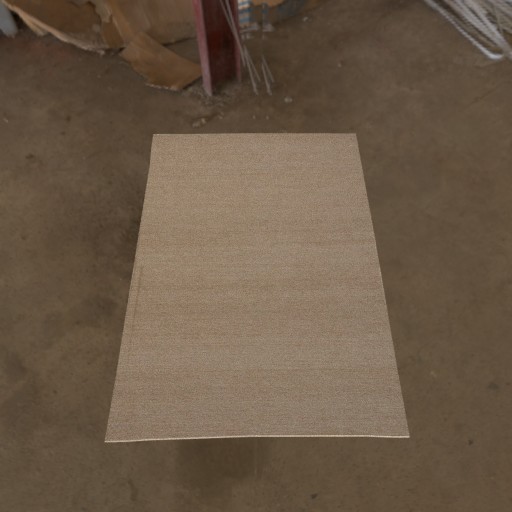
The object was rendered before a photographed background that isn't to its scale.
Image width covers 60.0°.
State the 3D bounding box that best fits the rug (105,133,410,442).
[{"bbox_3d":[0.000,0.000,3.683,2.032,0.038,2.869,0,59,0],"label":"rug"}]
